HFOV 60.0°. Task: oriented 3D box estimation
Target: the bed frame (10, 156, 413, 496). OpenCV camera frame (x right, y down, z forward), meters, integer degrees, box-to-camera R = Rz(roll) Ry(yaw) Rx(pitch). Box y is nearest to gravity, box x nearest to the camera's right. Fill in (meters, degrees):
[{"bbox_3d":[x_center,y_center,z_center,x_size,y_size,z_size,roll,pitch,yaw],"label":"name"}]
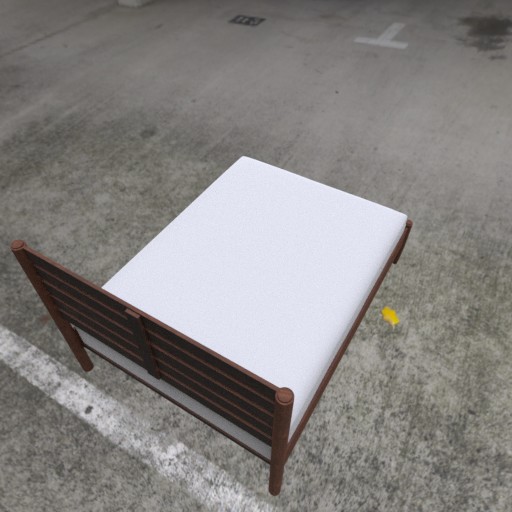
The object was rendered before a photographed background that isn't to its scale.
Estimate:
[{"bbox_3d":[0.000,0.000,3.124,1.655,1.321,2.234,24,52,20],"label":"bed frame"}]
